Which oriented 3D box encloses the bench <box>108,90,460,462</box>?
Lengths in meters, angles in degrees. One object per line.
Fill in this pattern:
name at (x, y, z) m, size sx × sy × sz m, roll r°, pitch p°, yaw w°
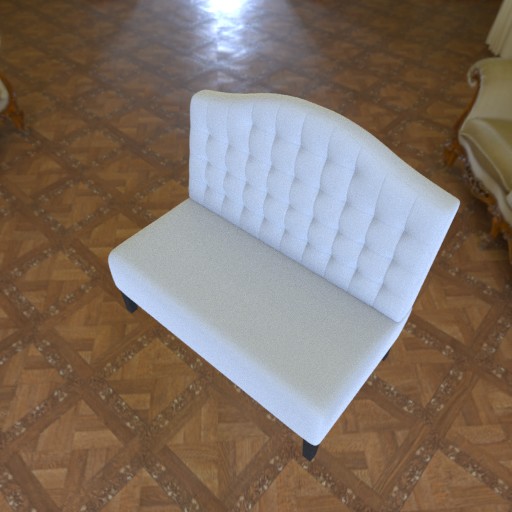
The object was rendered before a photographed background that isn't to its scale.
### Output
bench at (0.000, 0.000, 2.038) m, size 1.335 × 1.180 × 0.815 m, roll 32°, pitch 55°, yaw 26°
